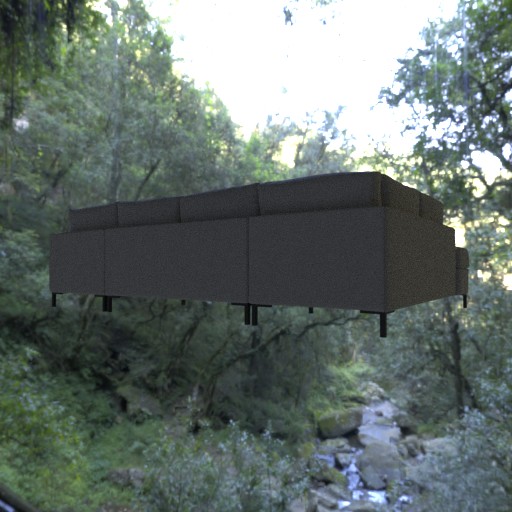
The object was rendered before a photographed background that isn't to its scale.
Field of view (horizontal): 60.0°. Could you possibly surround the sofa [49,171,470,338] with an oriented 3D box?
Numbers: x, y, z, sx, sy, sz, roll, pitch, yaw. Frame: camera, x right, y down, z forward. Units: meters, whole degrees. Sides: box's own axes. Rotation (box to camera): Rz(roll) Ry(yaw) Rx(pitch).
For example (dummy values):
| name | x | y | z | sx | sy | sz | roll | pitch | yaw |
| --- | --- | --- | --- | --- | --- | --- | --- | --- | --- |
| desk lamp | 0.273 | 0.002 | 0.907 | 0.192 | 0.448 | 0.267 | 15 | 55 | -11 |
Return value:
| name | x | y | z | sx | sy | sz | roll | pitch | yaw |
| --- | --- | --- | --- | --- | --- | --- | --- | --- | --- |
| sofa | 0.000 | 0.000 | 3.735 | 2.984 | 0.862 | 1.989 | -1 | -2 | 35 |
